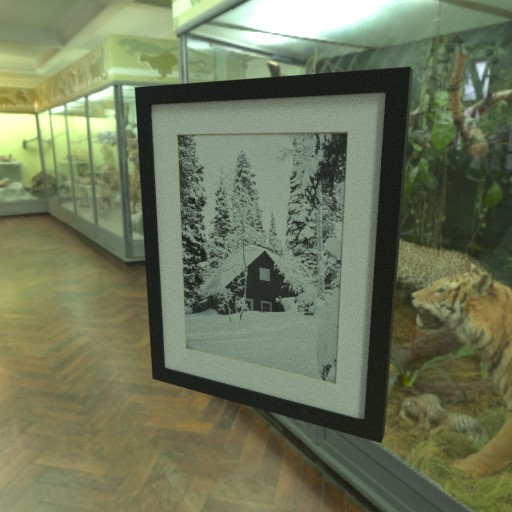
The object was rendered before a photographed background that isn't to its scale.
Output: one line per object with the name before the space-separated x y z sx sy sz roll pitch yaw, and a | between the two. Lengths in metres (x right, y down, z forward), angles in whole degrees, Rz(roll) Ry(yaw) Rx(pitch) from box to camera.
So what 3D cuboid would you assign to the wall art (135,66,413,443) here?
wall art | 0.000 0.000 0.531 0.325 0.397 0.018 7 15 25
